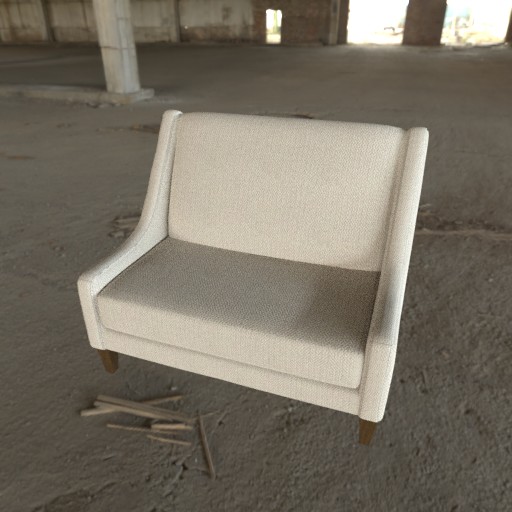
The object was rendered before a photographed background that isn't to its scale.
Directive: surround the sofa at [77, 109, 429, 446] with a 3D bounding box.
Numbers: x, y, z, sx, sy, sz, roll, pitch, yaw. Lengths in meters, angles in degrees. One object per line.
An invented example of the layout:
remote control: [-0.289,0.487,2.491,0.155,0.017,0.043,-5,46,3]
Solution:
sofa: [0.000,0.000,1.898,1.242,1.022,0.870,10,30,17]
